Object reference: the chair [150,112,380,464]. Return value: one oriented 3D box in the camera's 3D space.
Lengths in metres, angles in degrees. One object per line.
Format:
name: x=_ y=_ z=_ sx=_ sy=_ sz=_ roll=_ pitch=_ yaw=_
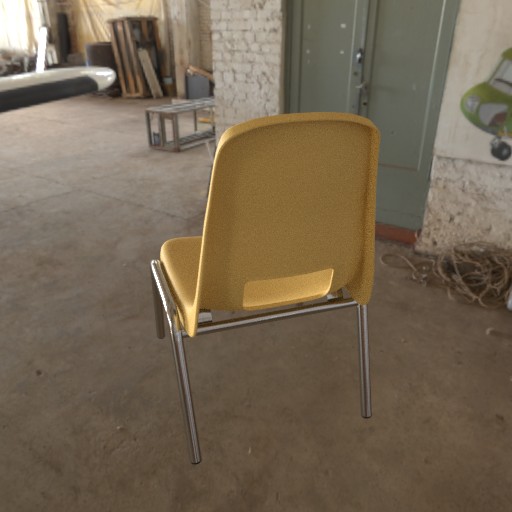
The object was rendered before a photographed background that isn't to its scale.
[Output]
chair: x=0.000 y=0.000 z=0.778 sx=0.354 sy=0.536 sz=0.385 roll=-8 pitch=28 yaw=-16
